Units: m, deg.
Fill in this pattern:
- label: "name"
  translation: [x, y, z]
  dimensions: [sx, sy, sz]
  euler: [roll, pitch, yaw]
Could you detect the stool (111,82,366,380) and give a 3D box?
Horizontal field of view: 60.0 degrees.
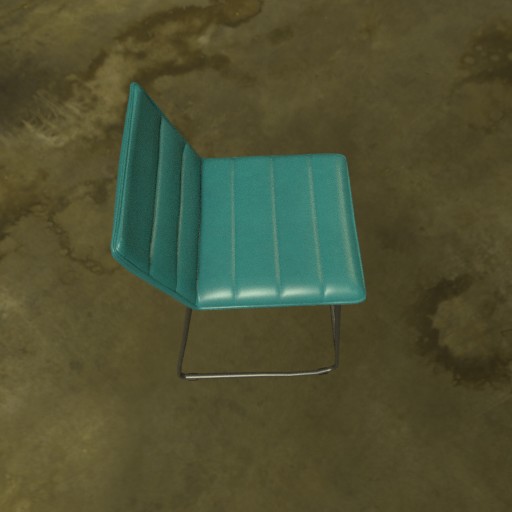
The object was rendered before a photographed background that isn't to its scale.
- label: "stool"
  translation: [0.000, 0.000, 1.184]
  dimensions: [0.524, 0.866, 0.489]
  euler: [-2, 65, -1]
